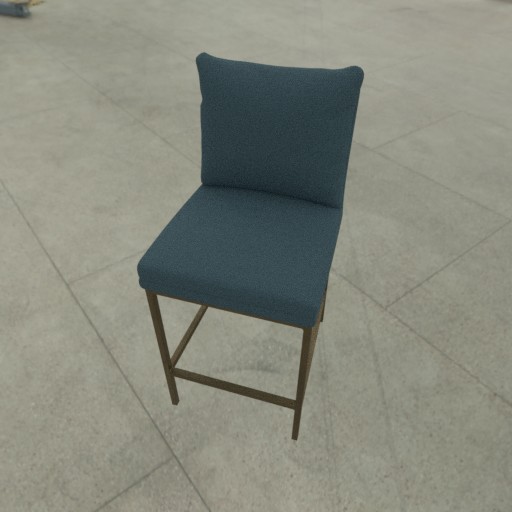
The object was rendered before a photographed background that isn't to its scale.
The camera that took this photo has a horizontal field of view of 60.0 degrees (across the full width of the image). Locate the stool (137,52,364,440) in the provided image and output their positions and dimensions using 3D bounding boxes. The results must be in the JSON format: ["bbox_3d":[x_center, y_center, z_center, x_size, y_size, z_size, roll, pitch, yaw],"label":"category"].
[{"bbox_3d":[0.000,0.000,1.338,0.463,1.032,0.568,11,43,13],"label":"stool"}]
